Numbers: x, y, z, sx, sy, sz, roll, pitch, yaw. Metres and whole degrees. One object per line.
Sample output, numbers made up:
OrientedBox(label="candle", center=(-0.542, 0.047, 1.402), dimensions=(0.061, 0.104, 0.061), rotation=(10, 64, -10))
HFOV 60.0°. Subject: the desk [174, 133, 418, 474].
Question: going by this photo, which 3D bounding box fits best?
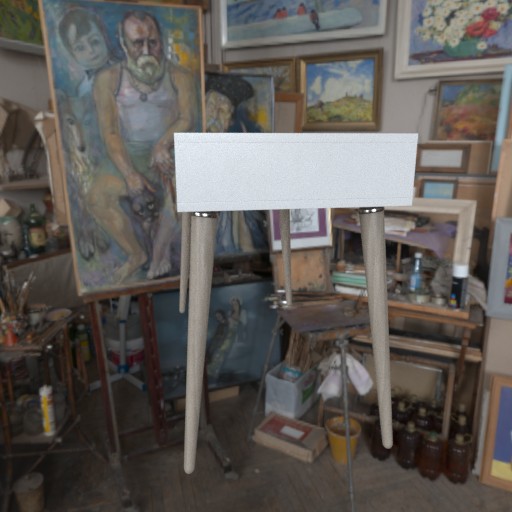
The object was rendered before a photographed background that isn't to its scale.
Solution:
OrientedBox(label="desk", center=(0.000, 0.000, 1.382), dimensions=(0.491, 0.723, 0.979), rotation=(-3, 15, -10))
